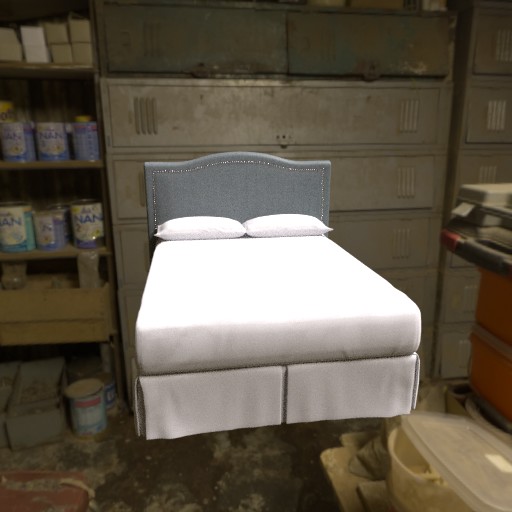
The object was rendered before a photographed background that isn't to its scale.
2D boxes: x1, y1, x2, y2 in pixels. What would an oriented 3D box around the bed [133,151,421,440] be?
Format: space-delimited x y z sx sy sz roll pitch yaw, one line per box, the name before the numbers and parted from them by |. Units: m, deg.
bed | 0.000 0.000 3.343 1.753 1.460 2.143 -2 16 -8
